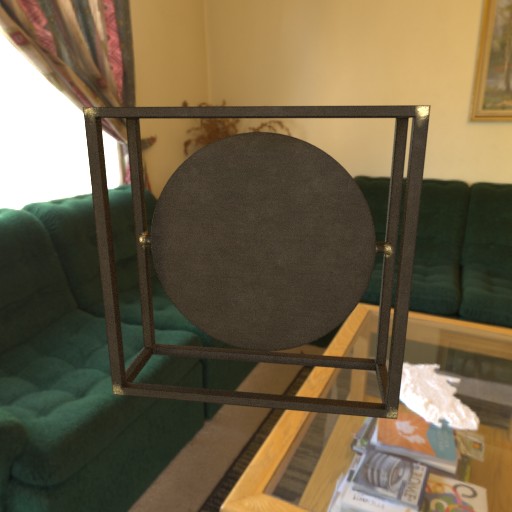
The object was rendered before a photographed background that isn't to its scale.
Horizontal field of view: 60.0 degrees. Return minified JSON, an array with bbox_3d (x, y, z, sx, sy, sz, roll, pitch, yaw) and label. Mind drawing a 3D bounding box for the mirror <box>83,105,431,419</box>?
[{"bbox_3d":[0.000,0.000,0.479,0.306,0.303,0.107,2,17,8],"label":"mirror"}]
